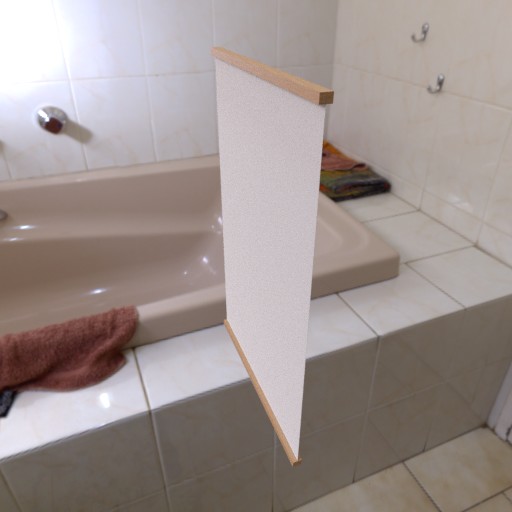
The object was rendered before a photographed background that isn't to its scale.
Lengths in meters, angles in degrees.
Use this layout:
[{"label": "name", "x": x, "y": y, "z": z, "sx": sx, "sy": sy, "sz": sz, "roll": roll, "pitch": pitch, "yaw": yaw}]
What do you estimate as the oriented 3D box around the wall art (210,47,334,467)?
[{"label": "wall art", "x": 0.000, "y": 0.000, "z": 0.634, "sx": 0.013, "sy": 0.510, "sz": 0.335, "roll": -11, "pitch": 33, "yaw": -17}]
